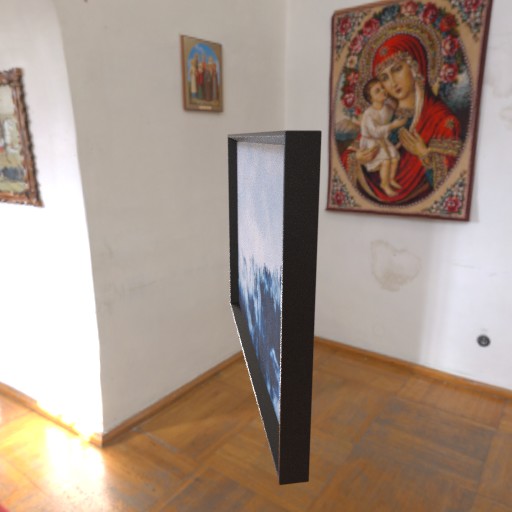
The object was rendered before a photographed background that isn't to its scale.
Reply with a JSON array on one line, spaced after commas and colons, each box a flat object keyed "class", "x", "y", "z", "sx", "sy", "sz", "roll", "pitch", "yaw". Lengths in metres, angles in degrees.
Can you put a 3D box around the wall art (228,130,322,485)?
[{"class": "wall art", "x": 0.000, "y": 0.000, "z": 1.200, "sx": 0.058, "sy": 0.640, "sz": 0.939, "roll": -2, "pitch": 15, "yaw": -9}]
